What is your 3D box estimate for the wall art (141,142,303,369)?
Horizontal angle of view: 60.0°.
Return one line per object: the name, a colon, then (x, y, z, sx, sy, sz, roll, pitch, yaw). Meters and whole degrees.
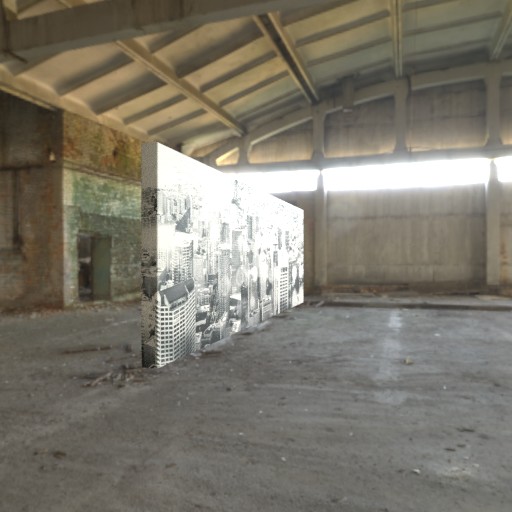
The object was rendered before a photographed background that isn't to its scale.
wall art: (0.000, 0.000, 1.716, 0.044, 0.507, 1.520, 0, 0, 18)
